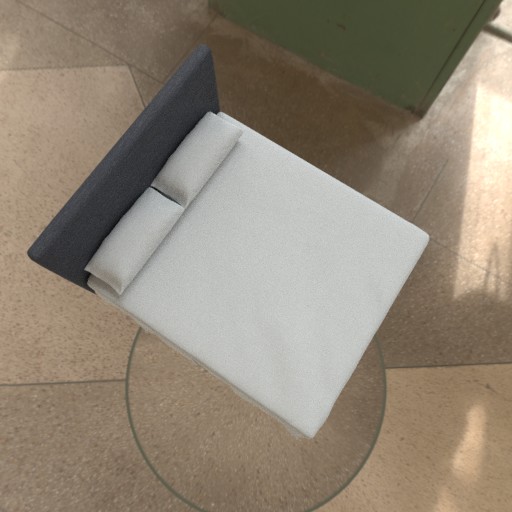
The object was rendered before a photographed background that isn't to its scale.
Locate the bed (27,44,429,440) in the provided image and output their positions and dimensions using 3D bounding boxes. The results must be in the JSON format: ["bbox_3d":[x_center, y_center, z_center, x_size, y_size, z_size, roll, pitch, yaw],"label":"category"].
[{"bbox_3d":[0.000,0.000,3.289,2.142,1.330,1.884,33,77,8],"label":"bed"}]
